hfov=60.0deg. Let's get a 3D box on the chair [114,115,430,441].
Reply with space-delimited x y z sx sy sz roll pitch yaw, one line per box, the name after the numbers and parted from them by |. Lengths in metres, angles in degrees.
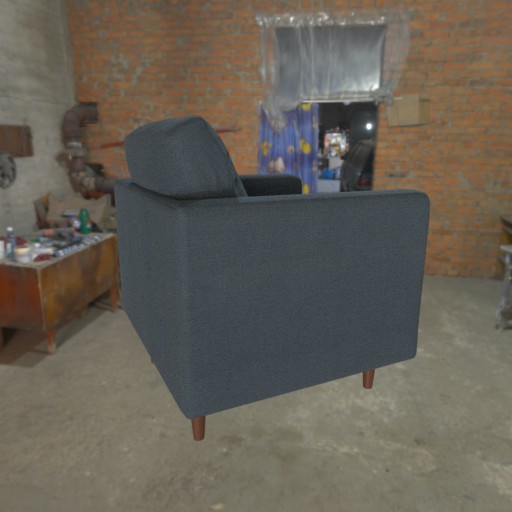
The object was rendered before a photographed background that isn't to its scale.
0.000 0.000 1.568 0.820 0.922 0.855 -7 16 -25 | chair
